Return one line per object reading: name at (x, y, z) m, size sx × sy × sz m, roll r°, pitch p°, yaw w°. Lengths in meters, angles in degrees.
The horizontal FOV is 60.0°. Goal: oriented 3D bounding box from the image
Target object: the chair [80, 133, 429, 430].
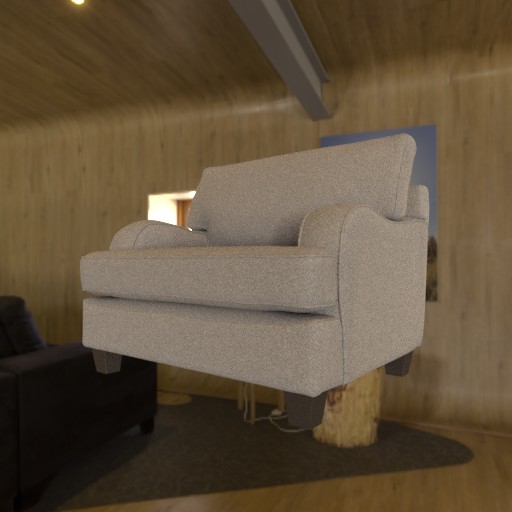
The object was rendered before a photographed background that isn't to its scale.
chair at (0.000, 0.000, 1.959) m, size 1.220 × 1.016 × 1.040 m, roll 0°, pitch -1°, yaw 38°
